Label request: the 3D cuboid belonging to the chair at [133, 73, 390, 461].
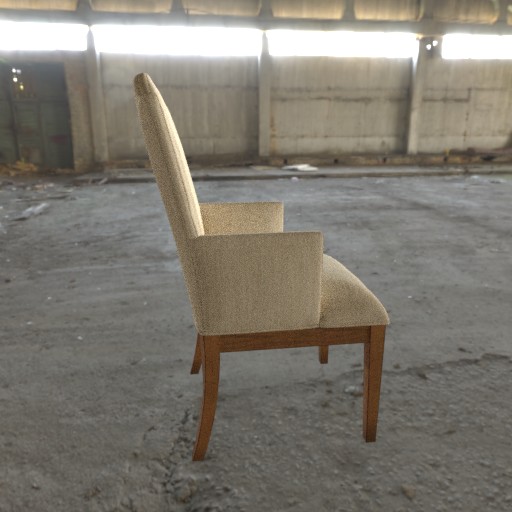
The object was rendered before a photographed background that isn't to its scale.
[{"bbox_3d":[0.000,0.000,1.335,0.641,1.016,0.533,-2,16,-8],"label":"chair"}]
